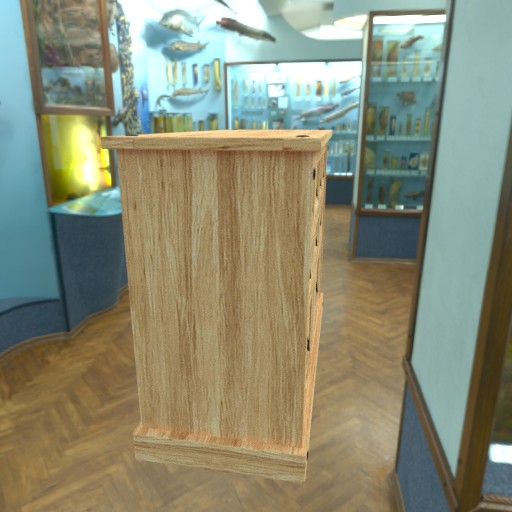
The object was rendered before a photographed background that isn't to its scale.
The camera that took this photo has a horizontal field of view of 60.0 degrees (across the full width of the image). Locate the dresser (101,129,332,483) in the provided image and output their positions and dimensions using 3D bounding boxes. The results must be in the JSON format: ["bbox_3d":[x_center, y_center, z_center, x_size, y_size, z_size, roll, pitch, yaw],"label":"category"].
[{"bbox_3d":[0.000,0.000,1.363,0.410,0.740,0.990,3,17,10],"label":"dresser"}]
